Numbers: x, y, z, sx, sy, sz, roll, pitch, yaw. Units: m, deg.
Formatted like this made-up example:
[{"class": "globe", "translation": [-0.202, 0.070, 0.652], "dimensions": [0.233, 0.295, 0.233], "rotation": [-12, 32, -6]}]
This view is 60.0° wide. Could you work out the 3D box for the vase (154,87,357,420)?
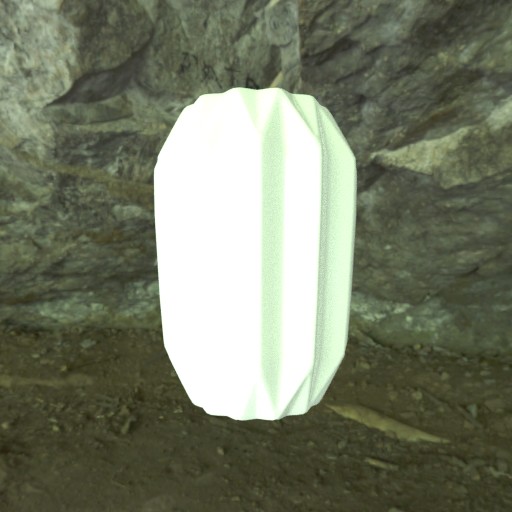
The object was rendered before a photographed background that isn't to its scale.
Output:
[{"class": "vase", "translation": [0.000, 0.000, 0.424], "dimensions": [0.195, 0.275, 0.195], "rotation": [0, -1, 0]}]
